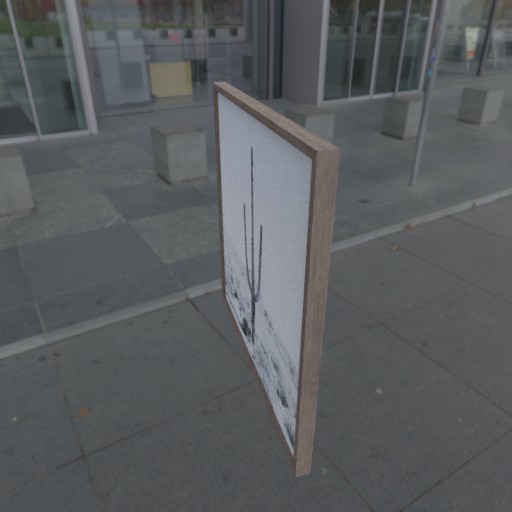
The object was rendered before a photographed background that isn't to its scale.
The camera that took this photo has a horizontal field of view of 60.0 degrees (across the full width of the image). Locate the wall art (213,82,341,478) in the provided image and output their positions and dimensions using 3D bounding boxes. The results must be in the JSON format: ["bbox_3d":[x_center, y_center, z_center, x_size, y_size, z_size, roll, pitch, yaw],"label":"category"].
[{"bbox_3d":[0.000,0.000,1.163,0.038,0.762,0.762,-8,30,-14],"label":"wall art"}]
